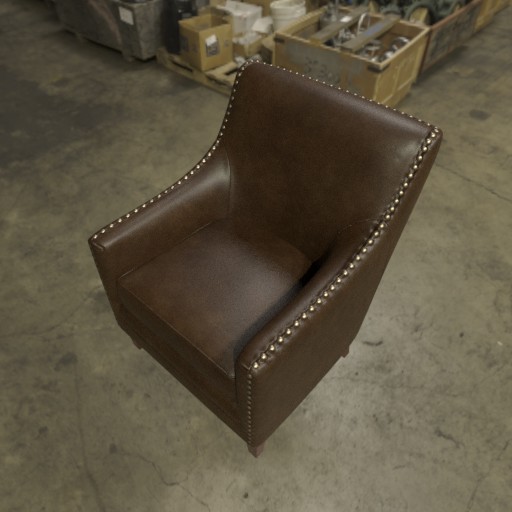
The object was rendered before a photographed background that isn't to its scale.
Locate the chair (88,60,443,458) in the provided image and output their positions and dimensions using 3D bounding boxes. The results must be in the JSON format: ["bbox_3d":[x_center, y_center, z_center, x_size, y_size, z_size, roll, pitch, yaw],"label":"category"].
[{"bbox_3d":[0.000,0.000,1.307,0.639,0.813,0.704,33,54,28],"label":"chair"}]
